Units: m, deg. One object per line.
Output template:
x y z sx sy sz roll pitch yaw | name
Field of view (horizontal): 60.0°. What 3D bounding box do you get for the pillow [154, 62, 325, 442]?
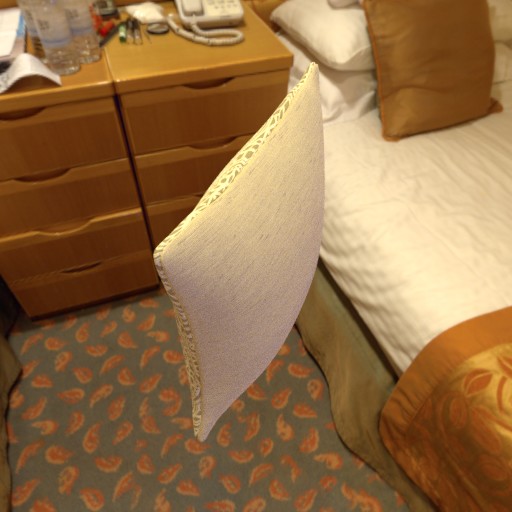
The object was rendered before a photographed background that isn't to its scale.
0.000 0.000 0.673 0.167 0.421 0.438 18 49 16 | pillow
